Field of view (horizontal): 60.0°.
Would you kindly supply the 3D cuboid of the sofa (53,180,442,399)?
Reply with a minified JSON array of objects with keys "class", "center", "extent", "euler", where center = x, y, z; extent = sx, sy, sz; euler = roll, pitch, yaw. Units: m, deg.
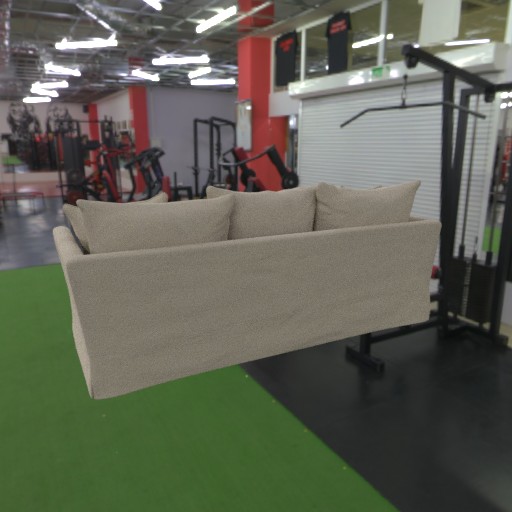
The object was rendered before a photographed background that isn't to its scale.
[{"class":"sofa","center":[0.000,0.000,3.087],"extent":[2.499,1.047,1.046],"euler":[-7,16,-26]}]
